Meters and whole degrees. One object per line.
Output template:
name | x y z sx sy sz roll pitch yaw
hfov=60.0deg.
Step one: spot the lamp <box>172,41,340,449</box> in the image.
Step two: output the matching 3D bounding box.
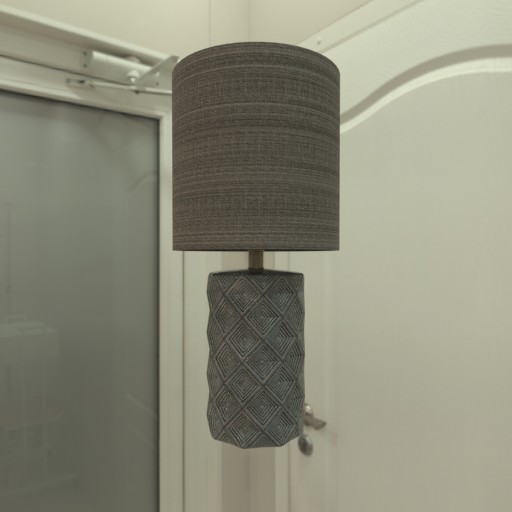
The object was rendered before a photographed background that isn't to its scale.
lamp | 0.000 0.000 0.719 0.269 0.566 0.268 0 0 -36
